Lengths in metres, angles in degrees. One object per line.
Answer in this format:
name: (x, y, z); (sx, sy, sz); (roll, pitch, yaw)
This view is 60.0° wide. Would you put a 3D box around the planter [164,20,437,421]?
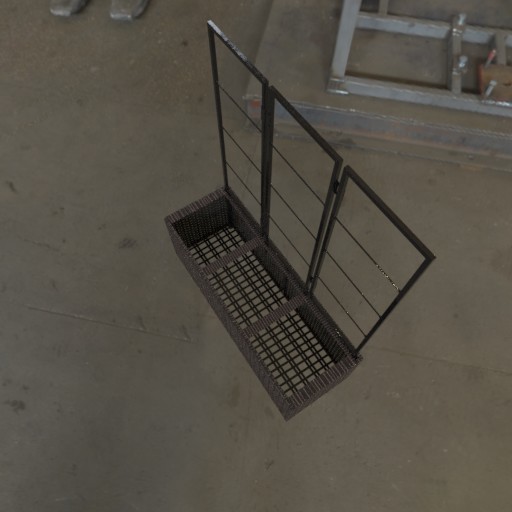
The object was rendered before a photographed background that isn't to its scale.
planter: (0.000, 0.000, 1.146); (0.244, 0.841, 0.699); (-31, 67, -15)
